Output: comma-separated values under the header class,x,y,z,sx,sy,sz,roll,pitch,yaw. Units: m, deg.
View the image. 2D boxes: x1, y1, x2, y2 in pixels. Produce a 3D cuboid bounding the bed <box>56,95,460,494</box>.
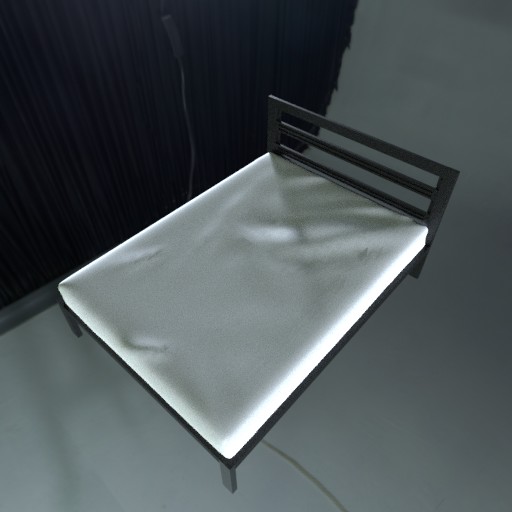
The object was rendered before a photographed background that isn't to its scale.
class,x,y,z,sx,sy,sz,roll,pitch,yaw
bed,0.000,0.000,2.874,1.524,0.967,2.062,33,54,28
